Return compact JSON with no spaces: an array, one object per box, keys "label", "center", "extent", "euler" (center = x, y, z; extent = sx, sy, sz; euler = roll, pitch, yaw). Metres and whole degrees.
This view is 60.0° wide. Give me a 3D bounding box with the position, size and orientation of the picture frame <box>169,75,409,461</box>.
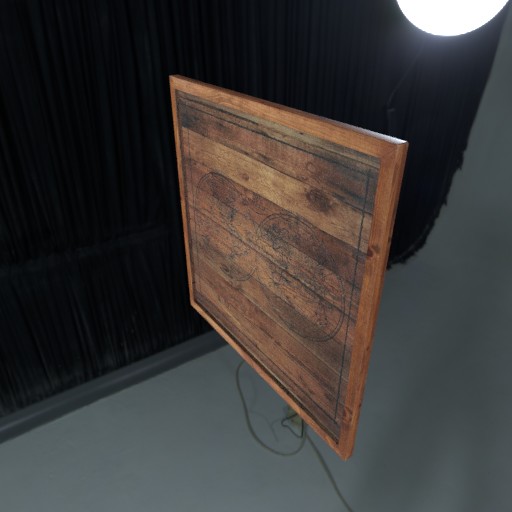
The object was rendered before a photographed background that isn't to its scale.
[{"label":"picture frame","center":[0.000,0.000,1.203],"extent":[0.029,0.817,0.810],"euler":[-20,37,-30]}]
